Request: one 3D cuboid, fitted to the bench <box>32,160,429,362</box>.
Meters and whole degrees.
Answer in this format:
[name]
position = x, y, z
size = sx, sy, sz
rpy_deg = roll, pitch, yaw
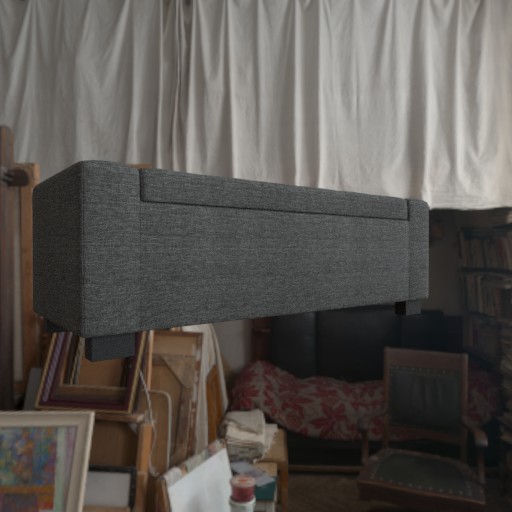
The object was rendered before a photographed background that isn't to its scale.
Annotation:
[bench]
position = 0.000, 0.000, 1.509
size = 1.296, 0.445, 0.508
rpy_deg = -1, 1, -37
